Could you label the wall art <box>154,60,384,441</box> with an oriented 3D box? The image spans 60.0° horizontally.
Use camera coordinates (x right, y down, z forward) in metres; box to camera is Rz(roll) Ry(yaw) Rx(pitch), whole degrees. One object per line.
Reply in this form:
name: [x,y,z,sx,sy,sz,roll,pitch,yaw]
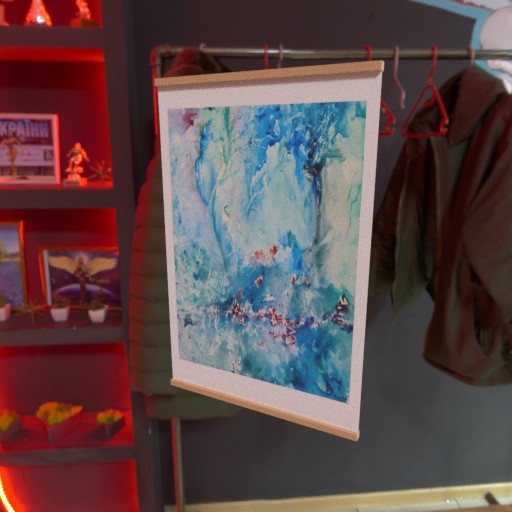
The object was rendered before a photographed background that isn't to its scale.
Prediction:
wall art: [0.000,0.000,1.944,0.991,1.510,0.040,7,16,27]
